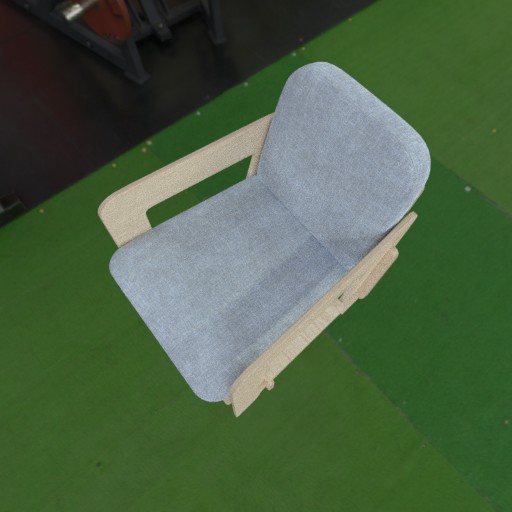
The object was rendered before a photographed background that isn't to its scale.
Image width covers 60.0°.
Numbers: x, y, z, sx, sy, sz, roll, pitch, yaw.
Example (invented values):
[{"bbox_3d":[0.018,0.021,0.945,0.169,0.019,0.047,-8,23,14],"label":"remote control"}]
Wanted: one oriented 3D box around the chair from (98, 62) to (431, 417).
[{"bbox_3d":[0.000,0.000,1.268,0.710,0.800,0.590,-35,69,-16],"label":"chair"}]
